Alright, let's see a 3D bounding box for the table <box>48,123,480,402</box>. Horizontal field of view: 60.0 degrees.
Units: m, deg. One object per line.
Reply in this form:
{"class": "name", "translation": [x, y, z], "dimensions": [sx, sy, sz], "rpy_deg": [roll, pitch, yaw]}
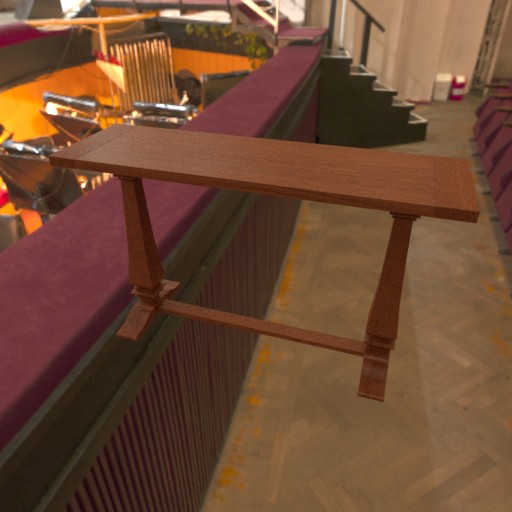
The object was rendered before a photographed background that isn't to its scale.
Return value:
{"class": "table", "translation": [0.000, 0.000, 1.852], "dimensions": [1.478, 0.852, 0.461], "rpy_deg": [10, 34, 15]}
